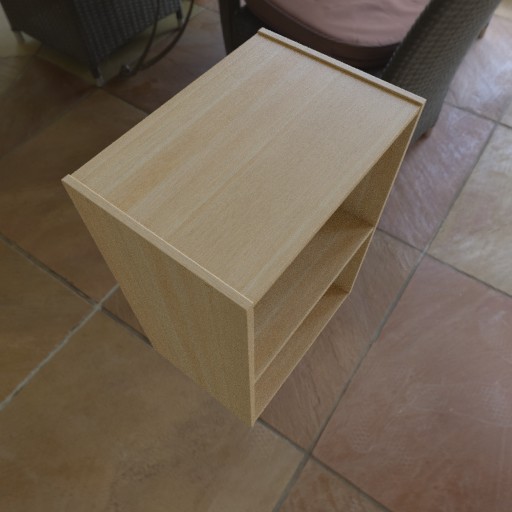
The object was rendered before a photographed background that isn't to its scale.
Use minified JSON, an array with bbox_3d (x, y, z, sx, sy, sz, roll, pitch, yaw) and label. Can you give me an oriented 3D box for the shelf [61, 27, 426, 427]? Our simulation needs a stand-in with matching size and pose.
[{"bbox_3d":[0.000,0.000,0.834,0.290,0.592,0.414,33,64,19],"label":"shelf"}]
